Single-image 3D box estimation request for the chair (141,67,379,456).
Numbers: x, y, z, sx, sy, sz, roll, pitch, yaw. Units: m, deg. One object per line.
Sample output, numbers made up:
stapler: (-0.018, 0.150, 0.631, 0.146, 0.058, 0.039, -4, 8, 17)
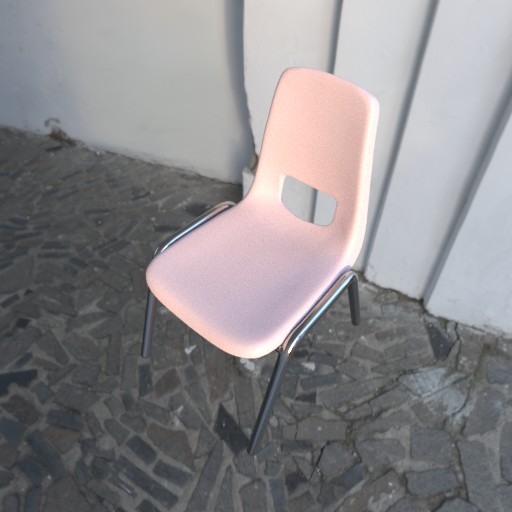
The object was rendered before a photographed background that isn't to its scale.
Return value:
chair: (0.000, 0.000, 0.856, 0.354, 0.586, 0.423, 32, 54, 27)
